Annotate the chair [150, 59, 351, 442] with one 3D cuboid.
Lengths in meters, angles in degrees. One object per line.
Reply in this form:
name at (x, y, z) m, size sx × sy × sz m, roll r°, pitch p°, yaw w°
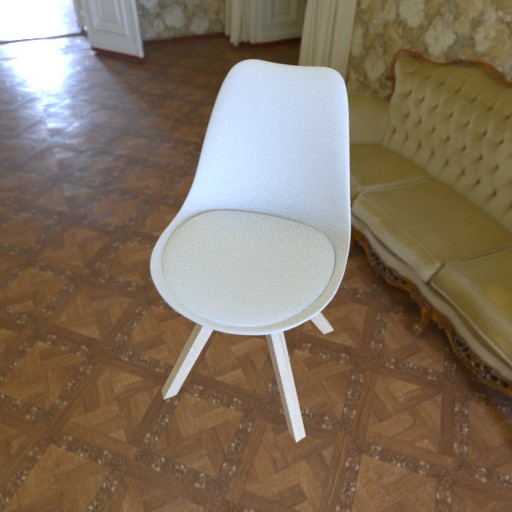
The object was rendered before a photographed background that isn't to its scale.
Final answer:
chair at (0.000, 0.000, 1.202) m, size 0.485 × 0.850 × 0.550 m, roll 13°, pitch 42°, yaw 14°
